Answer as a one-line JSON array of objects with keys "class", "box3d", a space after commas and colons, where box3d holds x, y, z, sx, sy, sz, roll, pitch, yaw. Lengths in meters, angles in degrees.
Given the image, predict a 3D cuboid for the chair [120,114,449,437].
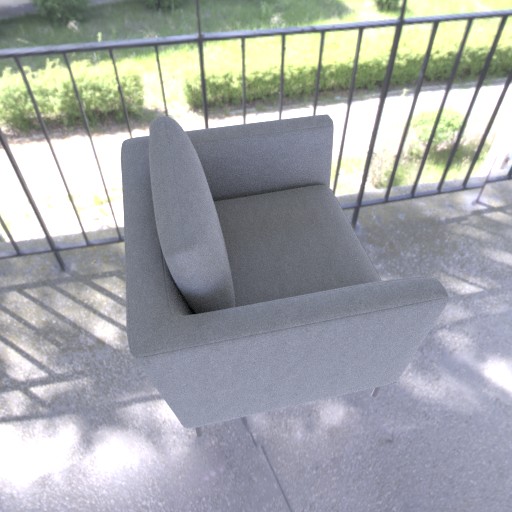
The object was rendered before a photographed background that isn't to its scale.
[{"class": "chair", "box3d": [0.000, 0.000, 1.682, 0.889, 0.864, 1.041, -10, 48, -9]}]
